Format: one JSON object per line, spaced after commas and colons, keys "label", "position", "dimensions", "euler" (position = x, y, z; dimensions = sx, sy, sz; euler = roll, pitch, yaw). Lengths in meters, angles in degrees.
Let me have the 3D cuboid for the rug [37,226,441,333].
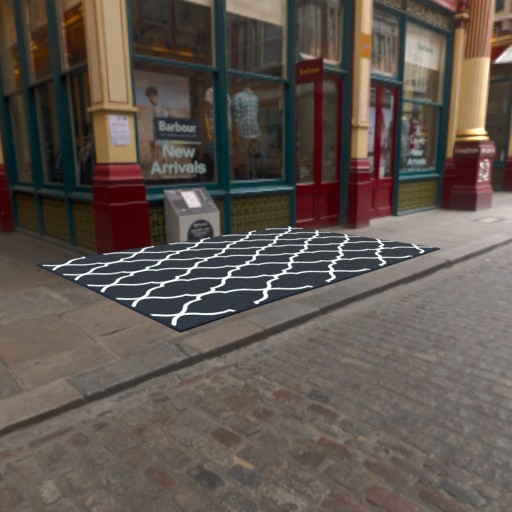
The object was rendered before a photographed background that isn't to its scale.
{"label": "rug", "position": [0.000, 0.000, 2.980], "dimensions": [2.294, 0.014, 1.528], "euler": [-12, 17, -43]}
